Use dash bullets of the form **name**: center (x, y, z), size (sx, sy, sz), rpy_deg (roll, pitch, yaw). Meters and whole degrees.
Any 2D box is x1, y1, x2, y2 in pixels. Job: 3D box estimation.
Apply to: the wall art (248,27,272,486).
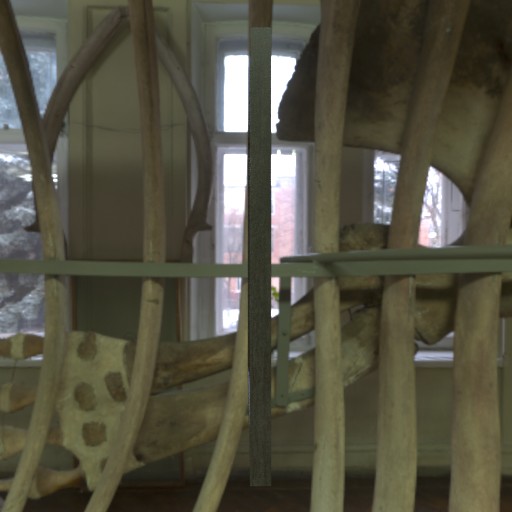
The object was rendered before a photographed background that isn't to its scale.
- **wall art**: center (0.000, 0.000, 0.800), size (0.027, 0.580, 0.479), rpy_deg (0, 1, -1)
